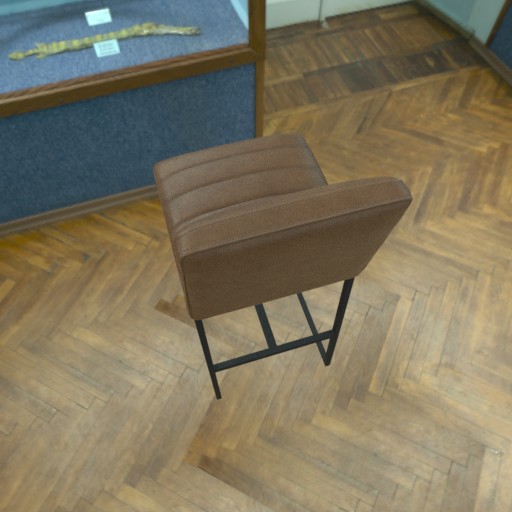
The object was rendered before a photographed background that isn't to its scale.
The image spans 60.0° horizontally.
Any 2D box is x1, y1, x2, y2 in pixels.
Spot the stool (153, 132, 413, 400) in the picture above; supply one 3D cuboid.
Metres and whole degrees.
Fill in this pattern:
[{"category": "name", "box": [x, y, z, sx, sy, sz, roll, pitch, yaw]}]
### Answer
[{"category": "stool", "box": [0.000, 0.000, 1.311, 0.458, 1.040, 0.556, -15, 59, -9]}]
